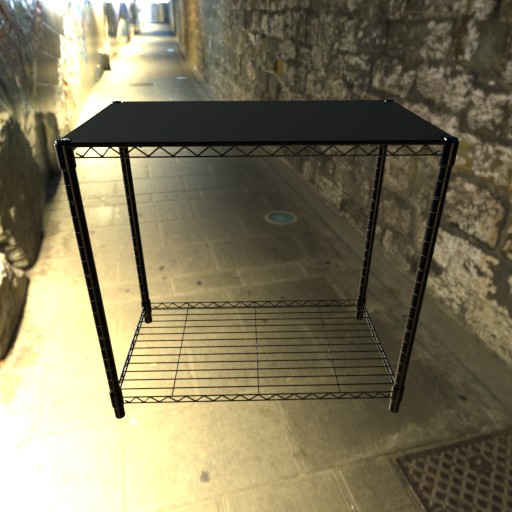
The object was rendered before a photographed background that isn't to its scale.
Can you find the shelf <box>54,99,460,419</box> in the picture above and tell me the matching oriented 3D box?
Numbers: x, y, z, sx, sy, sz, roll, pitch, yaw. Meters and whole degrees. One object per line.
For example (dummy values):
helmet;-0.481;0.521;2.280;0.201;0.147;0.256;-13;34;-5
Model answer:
shelf;0.000;0.000;0.916;0.589;0.564;0.338;-1;29;-1
